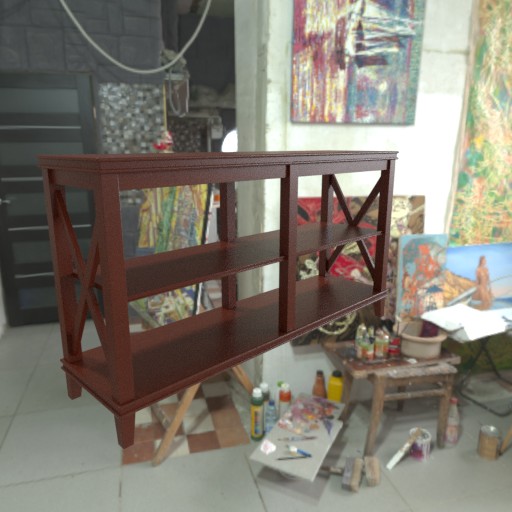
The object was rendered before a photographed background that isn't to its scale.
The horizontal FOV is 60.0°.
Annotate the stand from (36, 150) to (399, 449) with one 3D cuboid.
[{"bbox_3d":[0.000,0.000,1.678,1.372,0.762,0.381,-14,20,-43],"label":"stand"}]
